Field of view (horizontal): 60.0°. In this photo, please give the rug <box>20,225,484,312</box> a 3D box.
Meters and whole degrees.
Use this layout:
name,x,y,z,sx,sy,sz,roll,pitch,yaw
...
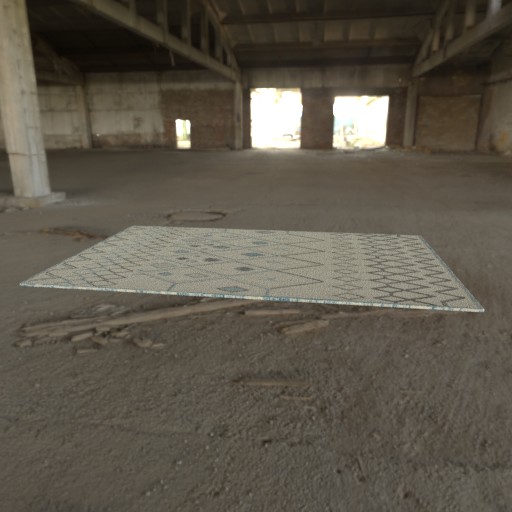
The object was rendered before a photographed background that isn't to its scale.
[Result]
name,x,y,z,sx,sy,sz,roll,pitch,yaw
rug,0.000,0.000,3.009,2.439,0.015,1.524,2,16,8
